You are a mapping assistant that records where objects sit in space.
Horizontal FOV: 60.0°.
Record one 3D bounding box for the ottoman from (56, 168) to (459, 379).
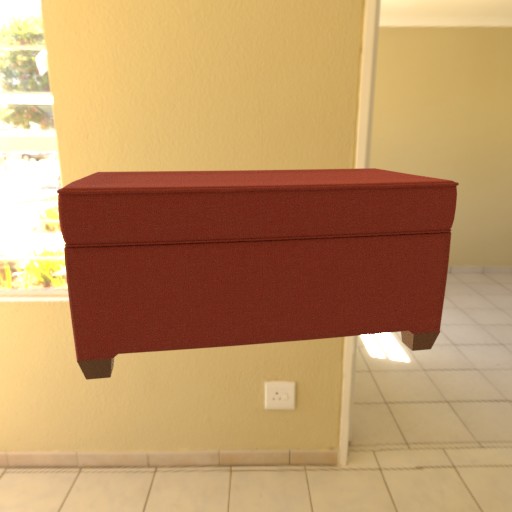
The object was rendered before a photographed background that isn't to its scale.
[{"bbox_3d":[0.000,0.000,1.270,0.948,0.454,0.497,-3,15,-10],"label":"ottoman"}]
